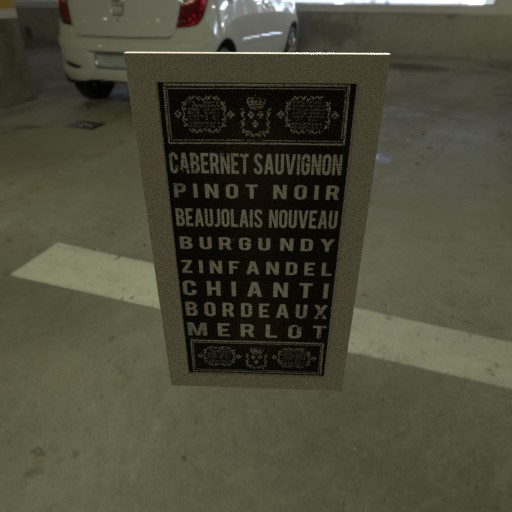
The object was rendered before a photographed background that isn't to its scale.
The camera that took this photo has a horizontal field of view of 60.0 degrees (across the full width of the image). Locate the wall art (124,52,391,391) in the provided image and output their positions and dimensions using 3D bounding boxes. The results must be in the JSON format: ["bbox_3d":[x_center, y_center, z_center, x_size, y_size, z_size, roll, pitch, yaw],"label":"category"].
[{"bbox_3d":[0.000,0.000,0.814,0.380,0.683,0.013,1,32,2],"label":"wall art"}]
